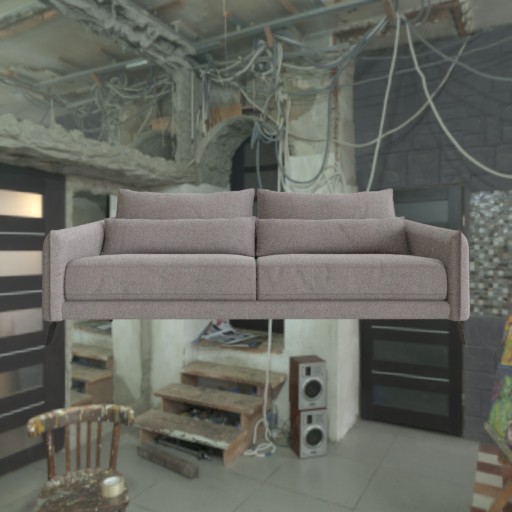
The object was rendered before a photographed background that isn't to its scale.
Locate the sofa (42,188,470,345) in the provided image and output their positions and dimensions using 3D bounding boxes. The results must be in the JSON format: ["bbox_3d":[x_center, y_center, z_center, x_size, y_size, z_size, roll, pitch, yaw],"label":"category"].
[{"bbox_3d":[0.000,0.000,2.450,2.022,0.833,0.809,0,1,0],"label":"sofa"}]
